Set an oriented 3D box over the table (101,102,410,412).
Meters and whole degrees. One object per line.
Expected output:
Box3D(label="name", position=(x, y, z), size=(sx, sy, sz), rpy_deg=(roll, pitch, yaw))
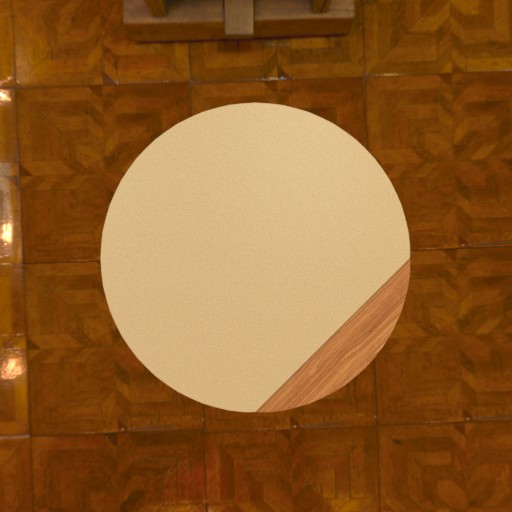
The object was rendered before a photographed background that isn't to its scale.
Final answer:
Box3D(label="table", position=(0.000, 0.000, 0.880), size=(0.450, 0.525, 0.450), rpy_deg=(0, 91, 0))
